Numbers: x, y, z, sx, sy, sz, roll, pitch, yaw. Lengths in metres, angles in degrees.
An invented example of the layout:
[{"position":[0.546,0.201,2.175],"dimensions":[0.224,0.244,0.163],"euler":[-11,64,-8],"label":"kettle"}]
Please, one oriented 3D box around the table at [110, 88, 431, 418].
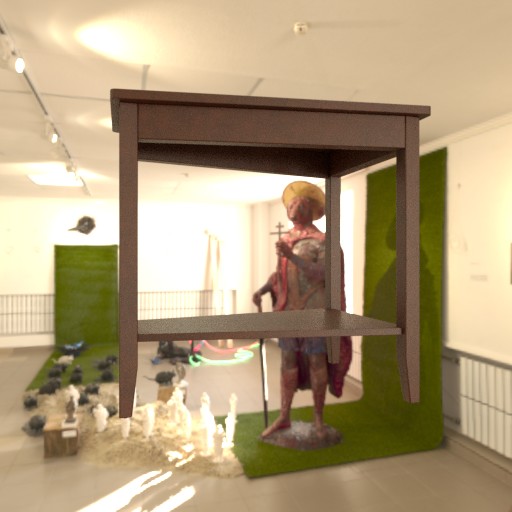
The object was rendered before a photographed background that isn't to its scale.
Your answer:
[{"position":[0.000,0.000,0.973],"dimensions":[0.605,0.589,0.399],"euler":[0,0,-17],"label":"table"}]
